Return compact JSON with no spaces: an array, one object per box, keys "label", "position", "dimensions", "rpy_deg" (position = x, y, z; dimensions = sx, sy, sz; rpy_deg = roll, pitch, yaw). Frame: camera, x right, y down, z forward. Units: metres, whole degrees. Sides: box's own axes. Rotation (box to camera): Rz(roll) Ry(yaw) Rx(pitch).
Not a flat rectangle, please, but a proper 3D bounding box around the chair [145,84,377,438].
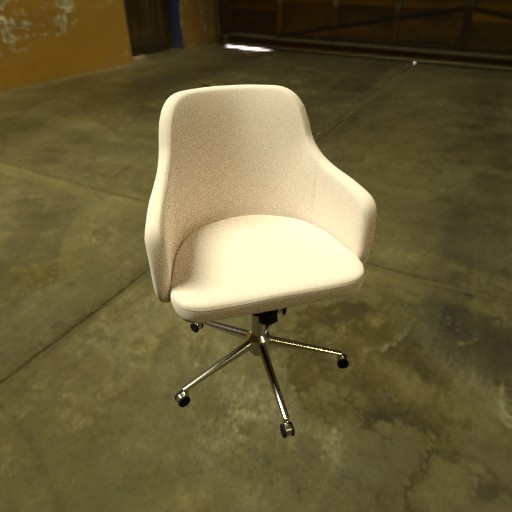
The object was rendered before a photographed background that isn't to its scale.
[{"label":"chair","position":[0.000,0.000,1.276],"dimensions":[0.602,0.819,0.647],"rpy_deg":[-9,34,-14]}]
